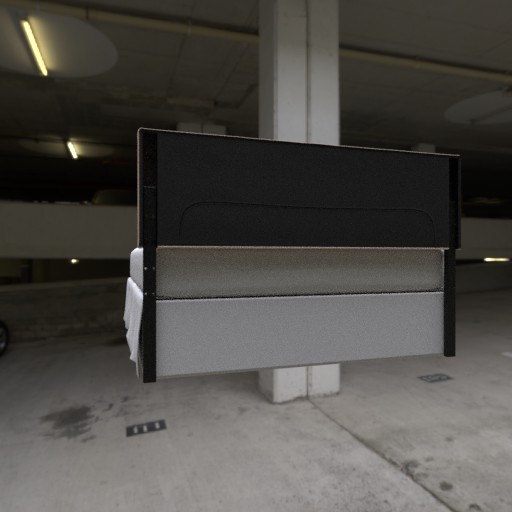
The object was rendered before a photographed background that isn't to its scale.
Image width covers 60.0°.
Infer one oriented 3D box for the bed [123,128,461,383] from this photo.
[{"bbox_3d":[0.000,0.000,2.880,1.616,1.016,1.876,0,0,-18],"label":"bed"}]
